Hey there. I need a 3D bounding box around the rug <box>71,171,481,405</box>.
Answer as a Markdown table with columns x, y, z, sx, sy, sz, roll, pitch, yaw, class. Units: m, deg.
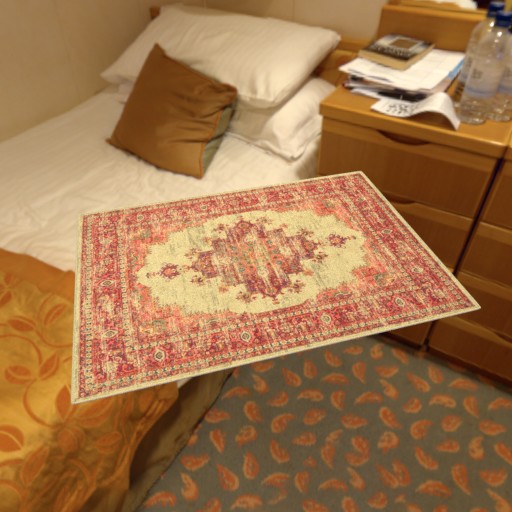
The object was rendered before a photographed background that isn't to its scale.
| x | y | z | sx | sy | sz | roll | pitch | yaw | class |
| --- | --- | --- | --- | --- | --- | --- | --- | --- | --- |
| 0.000 | 0.000 | 3.679 | 2.878 | 0.014 | 2.005 | -11 | 43 | -12 | rug |
